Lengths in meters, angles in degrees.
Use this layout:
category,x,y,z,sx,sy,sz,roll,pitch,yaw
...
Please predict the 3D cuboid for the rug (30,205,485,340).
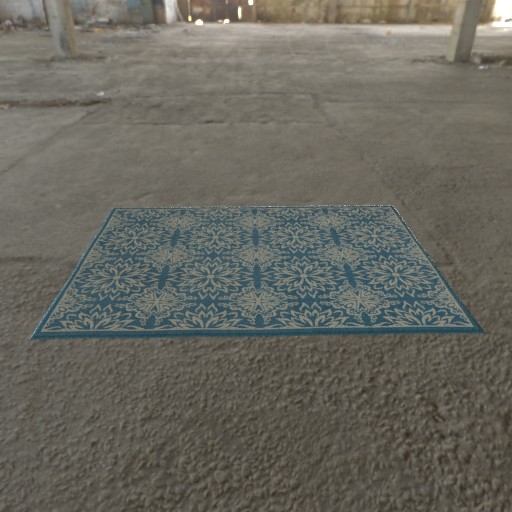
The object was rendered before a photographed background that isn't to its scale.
category,x,y,z,sx,sy,sz,roll,pitch,yaw
rug,0.000,0.000,2.815,2.205,0.012,1.554,-1,30,-1
